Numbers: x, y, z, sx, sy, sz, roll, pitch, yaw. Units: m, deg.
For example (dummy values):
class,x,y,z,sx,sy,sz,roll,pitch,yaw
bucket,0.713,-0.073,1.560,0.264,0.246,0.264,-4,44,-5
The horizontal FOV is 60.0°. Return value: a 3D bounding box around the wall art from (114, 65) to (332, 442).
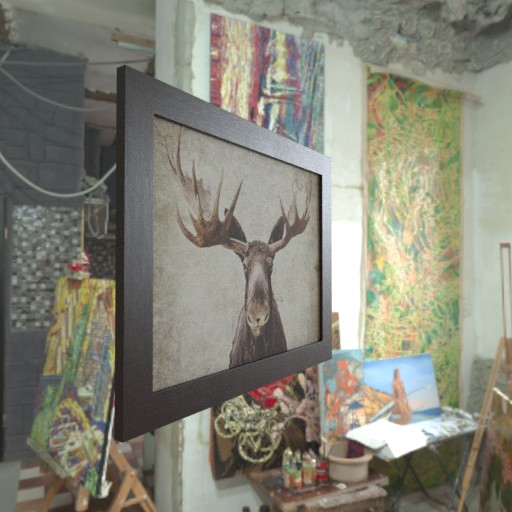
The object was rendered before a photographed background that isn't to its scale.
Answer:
class,x,y,z,sx,sy,sz,roll,pitch,yaw
wall art,0.000,0.000,1.619,0.034,0.952,1.207,-1,-1,35
